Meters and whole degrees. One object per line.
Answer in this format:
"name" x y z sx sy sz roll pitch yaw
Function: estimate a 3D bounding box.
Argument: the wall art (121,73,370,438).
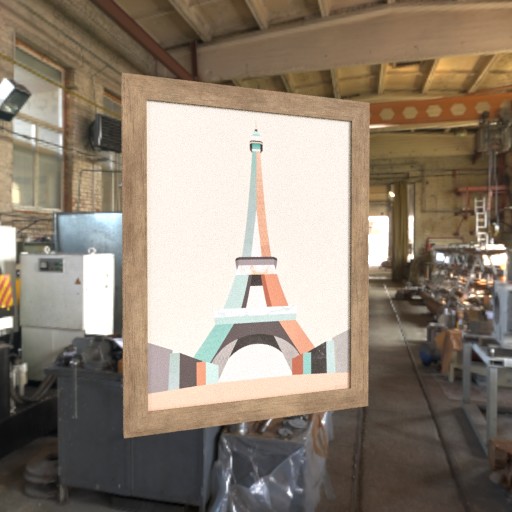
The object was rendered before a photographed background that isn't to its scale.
"wall art" 0.000 0.000 0.925 0.534 0.686 0.018 0 1 -19
